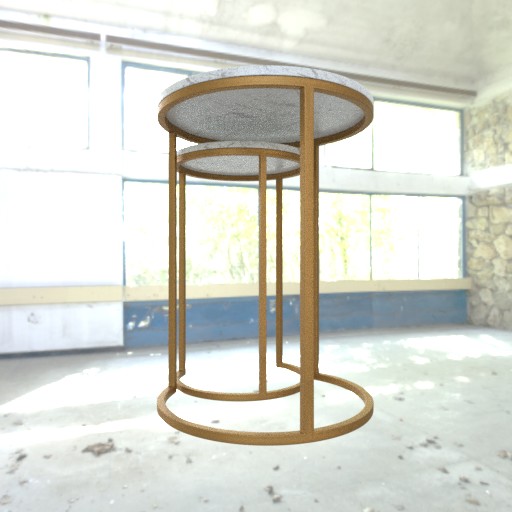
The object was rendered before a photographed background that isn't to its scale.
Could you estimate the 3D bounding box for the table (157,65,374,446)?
[{"bbox_3d":[0.000,0.000,0.891,0.400,0.550,0.507,0,0,-18],"label":"table"}]
